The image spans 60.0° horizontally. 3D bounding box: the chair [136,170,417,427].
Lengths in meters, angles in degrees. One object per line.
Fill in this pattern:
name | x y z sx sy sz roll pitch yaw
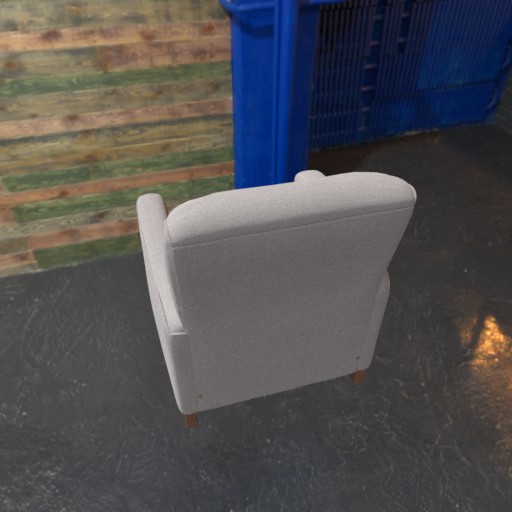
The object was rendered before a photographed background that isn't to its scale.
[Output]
chair | 0.000 0.000 1.725 0.845 1.023 0.859 -11 41 -12
